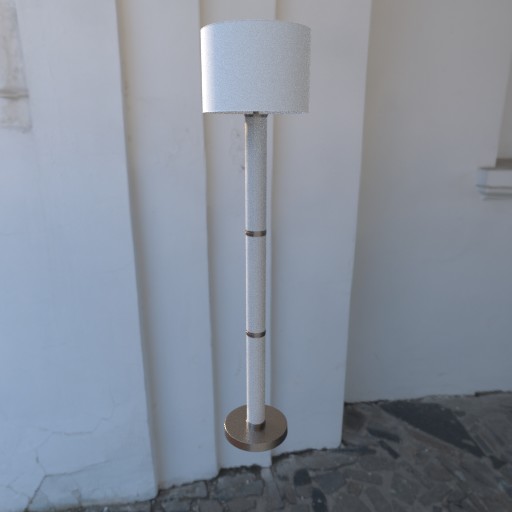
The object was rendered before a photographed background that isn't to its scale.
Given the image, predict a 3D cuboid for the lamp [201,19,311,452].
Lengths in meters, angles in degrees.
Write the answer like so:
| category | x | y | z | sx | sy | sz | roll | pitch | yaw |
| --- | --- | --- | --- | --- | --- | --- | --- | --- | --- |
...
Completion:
| category | x | y | z | sx | sy | sz | roll | pitch | yaw |
| --- | --- | --- | --- | --- | --- | --- | --- | --- | --- |
| lamp | 0.000 | 0.000 | 1.731 | 0.377 | 1.599 | 0.377 | 2 | 17 | 7 |
